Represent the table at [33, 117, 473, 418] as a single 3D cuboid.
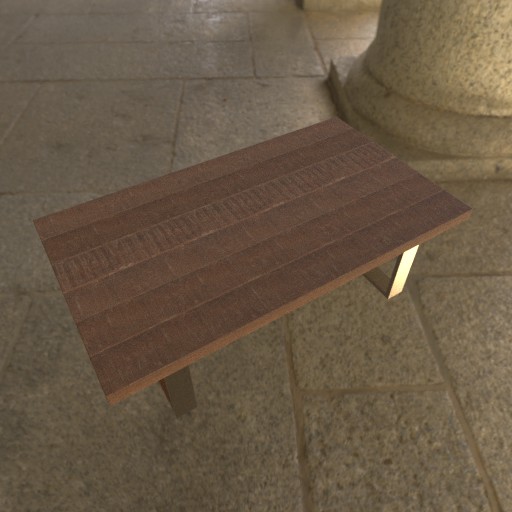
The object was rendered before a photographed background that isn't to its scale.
[{"bbox_3d":[0.000,0.000,1.779,1.400,0.440,0.800,-24,51,-22],"label":"table"}]
